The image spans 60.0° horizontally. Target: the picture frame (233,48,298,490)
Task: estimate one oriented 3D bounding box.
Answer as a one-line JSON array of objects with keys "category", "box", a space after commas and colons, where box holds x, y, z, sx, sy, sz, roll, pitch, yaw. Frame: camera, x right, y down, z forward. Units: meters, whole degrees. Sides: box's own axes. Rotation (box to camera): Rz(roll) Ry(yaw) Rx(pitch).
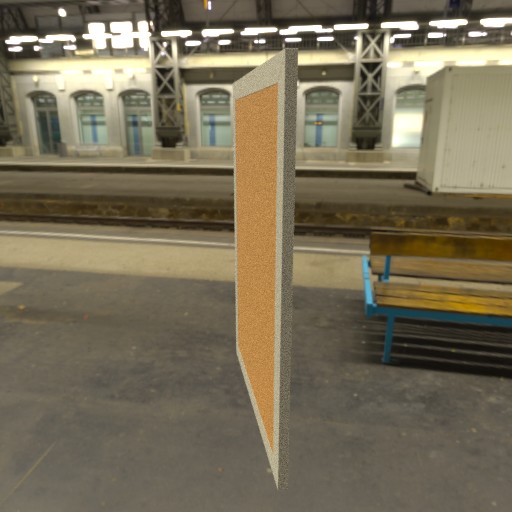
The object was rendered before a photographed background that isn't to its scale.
[{"category": "picture frame", "box": [0.000, 0.000, 0.592, 0.011, 0.459, 0.326, -3, 16, -10]}]
